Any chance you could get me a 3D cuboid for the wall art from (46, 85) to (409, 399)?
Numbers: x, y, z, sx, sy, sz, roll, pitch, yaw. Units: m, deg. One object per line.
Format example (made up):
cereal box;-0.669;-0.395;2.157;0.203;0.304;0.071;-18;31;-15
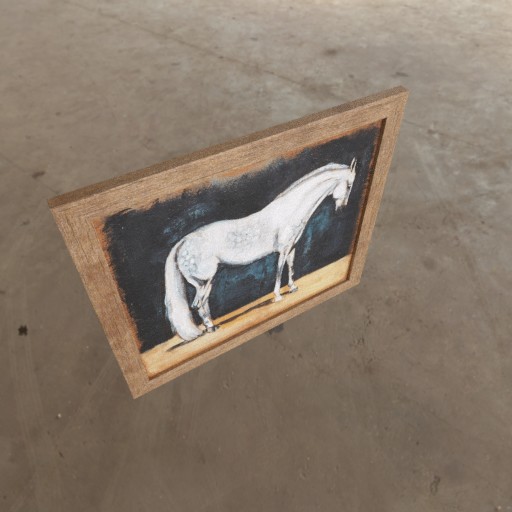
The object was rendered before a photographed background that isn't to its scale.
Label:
wall art;0.000;0.000;0.966;0.690;0.588;0.026;-24;51;-21
